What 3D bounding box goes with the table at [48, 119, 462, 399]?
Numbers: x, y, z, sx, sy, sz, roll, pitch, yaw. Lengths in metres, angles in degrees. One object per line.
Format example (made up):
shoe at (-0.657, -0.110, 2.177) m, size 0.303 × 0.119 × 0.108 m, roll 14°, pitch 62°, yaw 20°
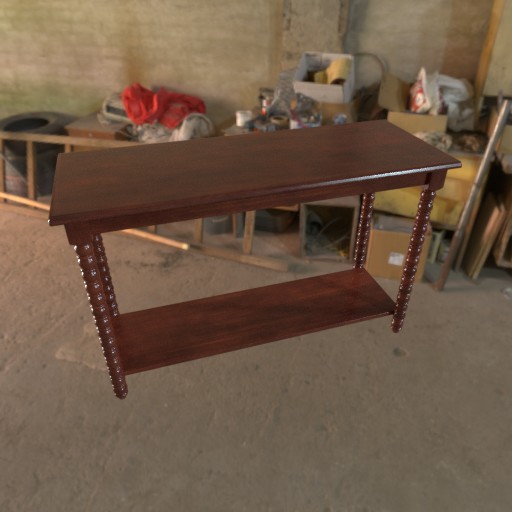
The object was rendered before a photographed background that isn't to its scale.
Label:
table at (0.000, 0.000, 1.584) m, size 1.184 × 0.740 × 0.459 m, roll -10°, pitch 35°, yaw -14°
